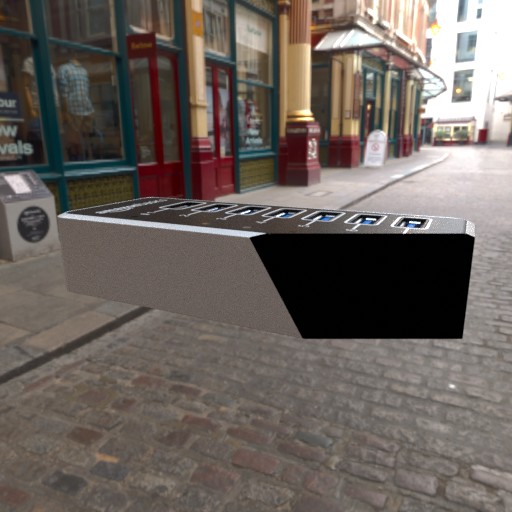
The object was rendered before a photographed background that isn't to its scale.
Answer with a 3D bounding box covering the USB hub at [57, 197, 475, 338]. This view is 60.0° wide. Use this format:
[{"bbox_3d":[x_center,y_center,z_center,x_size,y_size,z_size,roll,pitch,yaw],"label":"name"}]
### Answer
[{"bbox_3d":[0.000,0.000,0.126,0.110,0.023,0.044,7,16,25],"label":"USB hub"}]
